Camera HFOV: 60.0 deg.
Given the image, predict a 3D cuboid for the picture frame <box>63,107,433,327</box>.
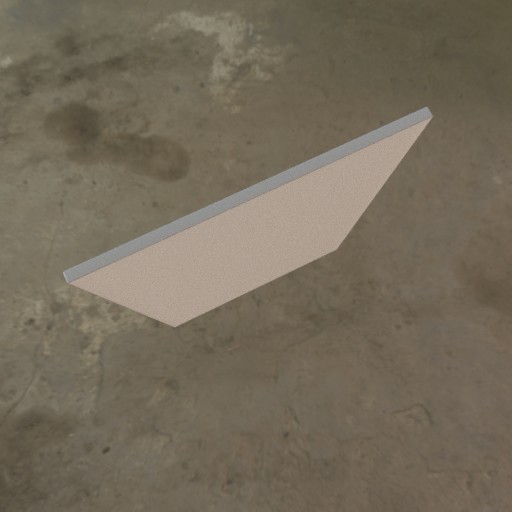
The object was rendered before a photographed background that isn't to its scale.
[{"bbox_3d":[0.000,0.000,0.675,0.381,0.534,0.012,-25,78,-6],"label":"picture frame"}]
